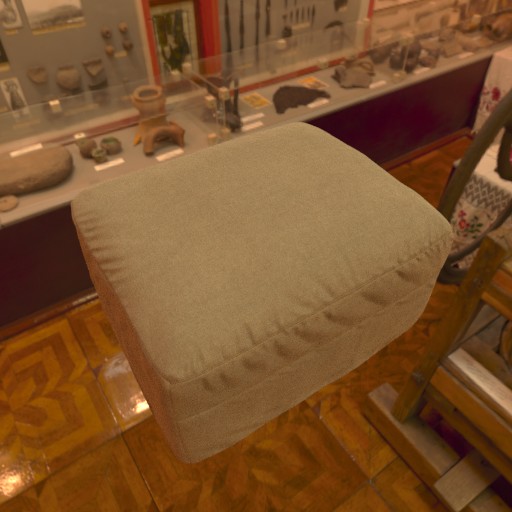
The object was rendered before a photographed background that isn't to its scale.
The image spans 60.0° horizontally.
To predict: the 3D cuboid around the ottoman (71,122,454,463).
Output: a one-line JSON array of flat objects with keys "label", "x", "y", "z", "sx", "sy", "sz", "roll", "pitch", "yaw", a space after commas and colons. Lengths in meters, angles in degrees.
[{"label": "ottoman", "x": 0.000, "y": 0.000, "z": 1.244, "sx": 0.837, "sy": 0.481, "sz": 0.683, "roll": -24, "pitch": 50, "yaw": -22}]
